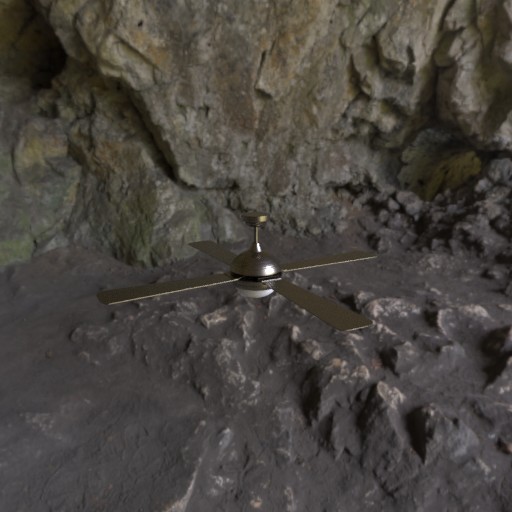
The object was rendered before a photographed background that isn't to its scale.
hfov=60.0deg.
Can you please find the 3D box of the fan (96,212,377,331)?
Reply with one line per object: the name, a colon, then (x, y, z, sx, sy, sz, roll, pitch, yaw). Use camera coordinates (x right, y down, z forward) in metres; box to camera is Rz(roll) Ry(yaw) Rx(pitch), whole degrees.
fan: (0.000, 0.000, 1.996, 1.321, 0.381, 1.321, -2, 15, -8)
